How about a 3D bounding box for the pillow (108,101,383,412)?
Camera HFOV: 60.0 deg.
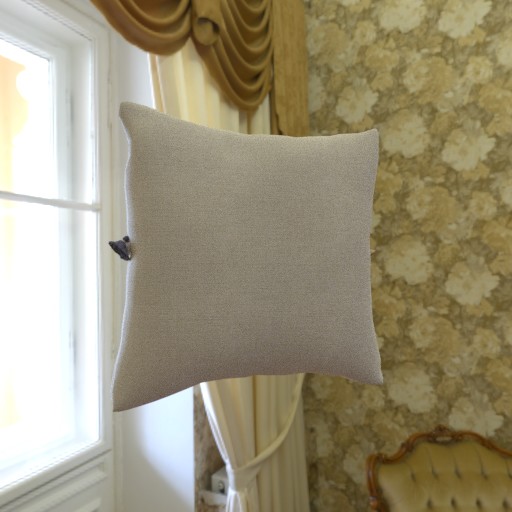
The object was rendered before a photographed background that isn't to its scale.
[{"bbox_3d":[0.000,0.000,0.773,0.489,0.481,0.165,0,-1,-18],"label":"pillow"}]
